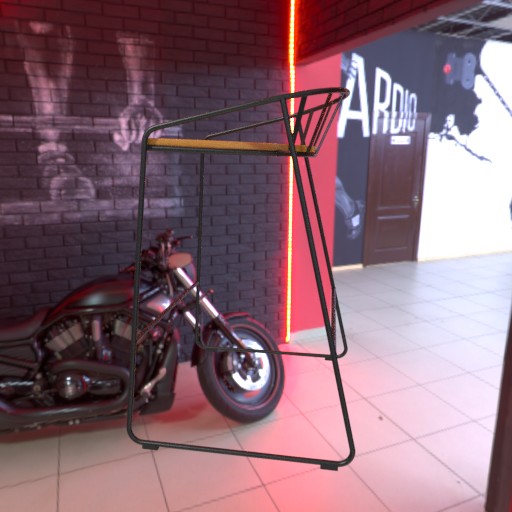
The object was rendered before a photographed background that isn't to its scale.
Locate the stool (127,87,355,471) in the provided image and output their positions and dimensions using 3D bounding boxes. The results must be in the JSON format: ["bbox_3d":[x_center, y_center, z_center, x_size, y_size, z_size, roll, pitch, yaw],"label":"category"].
[{"bbox_3d":[0.000,0.000,1.164,0.521,0.812,0.546,2,13,9],"label":"stool"}]
